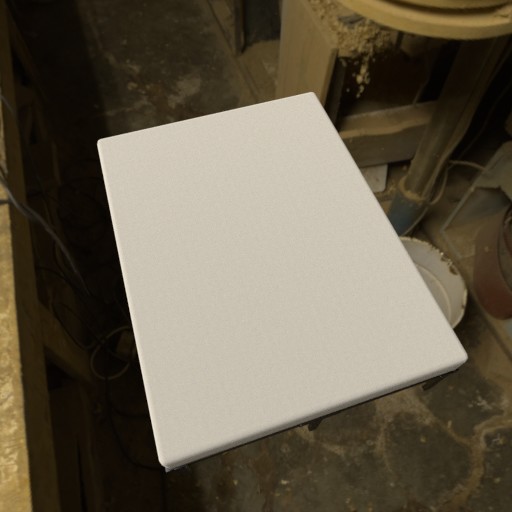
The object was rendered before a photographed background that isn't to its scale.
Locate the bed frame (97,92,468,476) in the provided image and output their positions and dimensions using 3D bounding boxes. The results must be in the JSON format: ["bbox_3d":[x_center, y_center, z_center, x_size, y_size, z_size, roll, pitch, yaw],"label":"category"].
[{"bbox_3d":[0.000,0.000,3.510,1.990,0.680,2.635,-16,61,-9],"label":"bed frame"}]
